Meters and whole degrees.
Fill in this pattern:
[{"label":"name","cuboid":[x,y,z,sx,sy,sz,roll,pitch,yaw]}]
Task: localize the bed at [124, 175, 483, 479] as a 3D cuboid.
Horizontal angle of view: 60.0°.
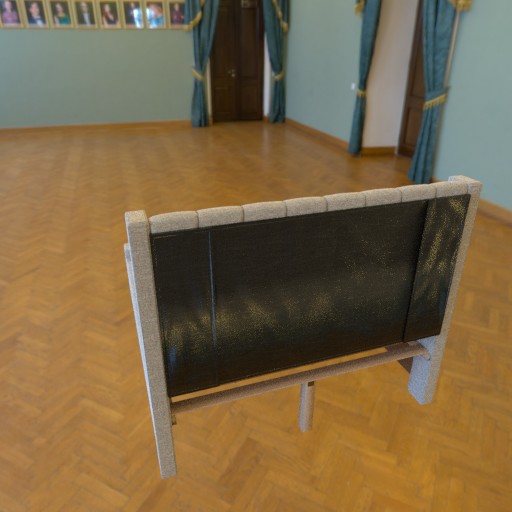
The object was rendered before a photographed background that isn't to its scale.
[{"label":"bed","cuboid":[0.000,0.000,3.692,2.044,1.748,2.372,-9,27,-17]}]
